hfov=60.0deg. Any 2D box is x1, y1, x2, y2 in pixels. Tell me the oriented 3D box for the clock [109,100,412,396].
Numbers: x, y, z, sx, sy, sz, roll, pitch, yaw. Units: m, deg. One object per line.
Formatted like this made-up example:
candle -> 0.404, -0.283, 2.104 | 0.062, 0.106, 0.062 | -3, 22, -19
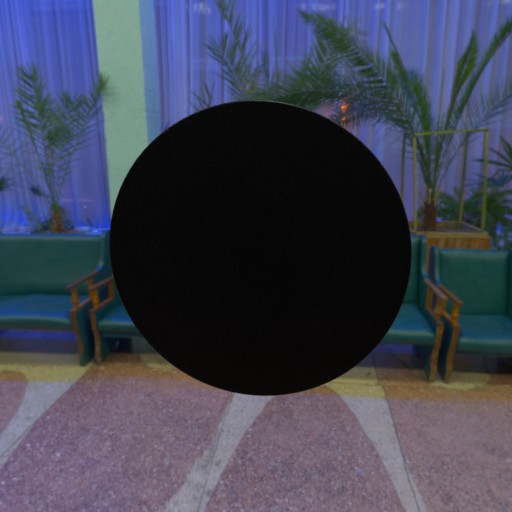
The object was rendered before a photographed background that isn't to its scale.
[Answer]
clock -> 0.000, 0.000, 0.475 | 0.314, 0.314, 0.040 | 2, 15, 8
